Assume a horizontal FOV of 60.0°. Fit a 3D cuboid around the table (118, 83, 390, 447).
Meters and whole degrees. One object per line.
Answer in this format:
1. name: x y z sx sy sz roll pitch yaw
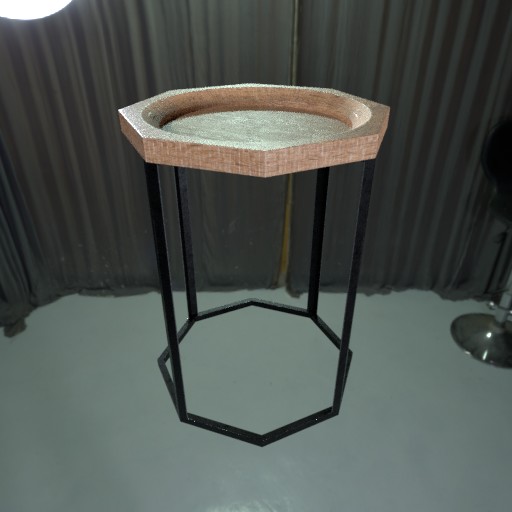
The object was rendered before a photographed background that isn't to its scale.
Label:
1. table: 0.000 0.000 0.854 0.437 0.553 0.437 -2 31 -3
